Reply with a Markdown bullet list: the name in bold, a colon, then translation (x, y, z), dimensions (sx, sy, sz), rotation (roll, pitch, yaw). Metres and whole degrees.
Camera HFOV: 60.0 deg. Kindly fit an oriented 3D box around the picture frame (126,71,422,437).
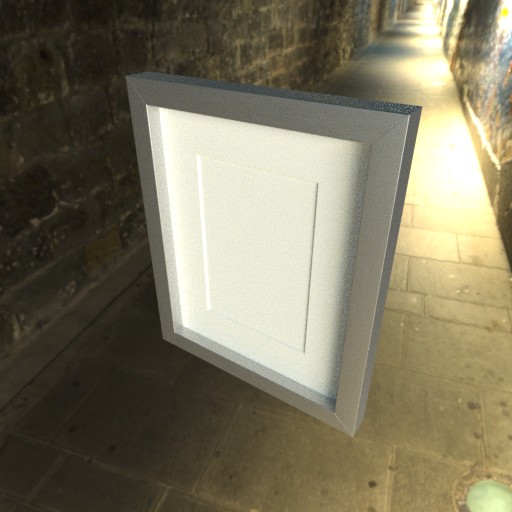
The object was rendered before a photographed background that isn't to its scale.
- **picture frame**: translation (0.000, 0.000, 0.391), dimensions (0.233, 0.282, 0.036), rotation (19, 36, 29)
